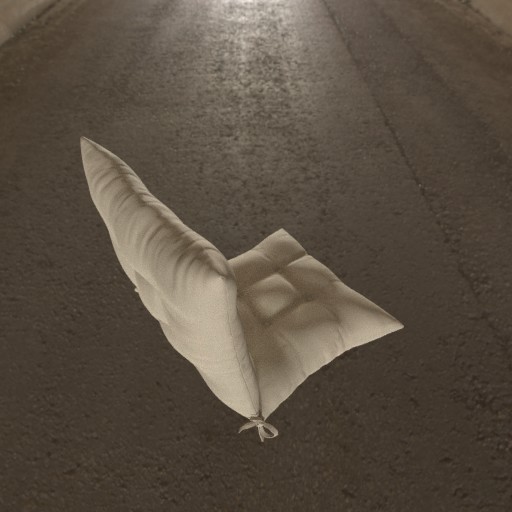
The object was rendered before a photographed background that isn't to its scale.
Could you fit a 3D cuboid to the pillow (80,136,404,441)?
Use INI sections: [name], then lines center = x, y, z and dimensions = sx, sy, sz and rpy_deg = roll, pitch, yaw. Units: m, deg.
[pillow]
center = 0.000, 0.000, 1.015
dimensions = 0.585, 0.536, 0.541
rpy_deg = -26, 47, -27
